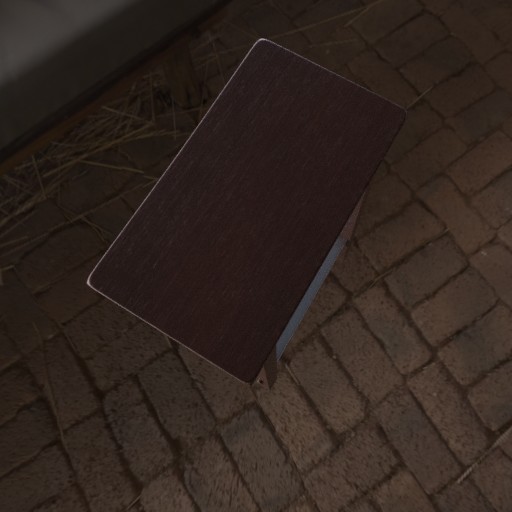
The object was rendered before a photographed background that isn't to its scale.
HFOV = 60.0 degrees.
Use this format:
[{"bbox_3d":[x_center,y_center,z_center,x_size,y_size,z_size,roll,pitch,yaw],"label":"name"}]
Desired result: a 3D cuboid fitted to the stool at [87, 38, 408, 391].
[{"bbox_3d":[0.000,0.000,0.844,0.322,0.610,0.406,30,77,8],"label":"stool"}]
